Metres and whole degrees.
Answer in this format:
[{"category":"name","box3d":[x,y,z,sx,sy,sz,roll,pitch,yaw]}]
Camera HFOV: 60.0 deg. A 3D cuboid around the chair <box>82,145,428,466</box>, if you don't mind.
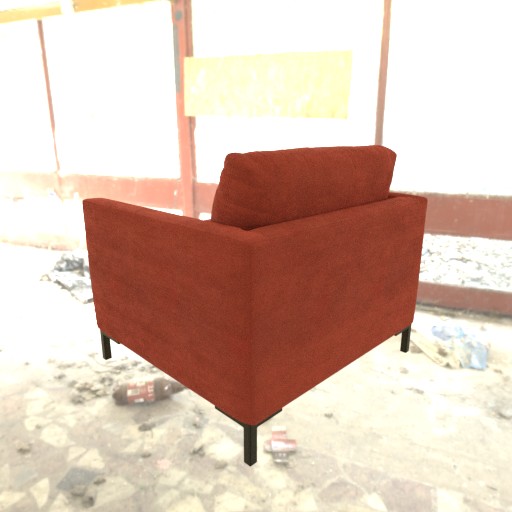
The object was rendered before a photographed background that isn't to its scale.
[{"category":"chair","box3d":[0.000,0.000,1.661,0.875,0.812,0.964,15,22,43]}]
